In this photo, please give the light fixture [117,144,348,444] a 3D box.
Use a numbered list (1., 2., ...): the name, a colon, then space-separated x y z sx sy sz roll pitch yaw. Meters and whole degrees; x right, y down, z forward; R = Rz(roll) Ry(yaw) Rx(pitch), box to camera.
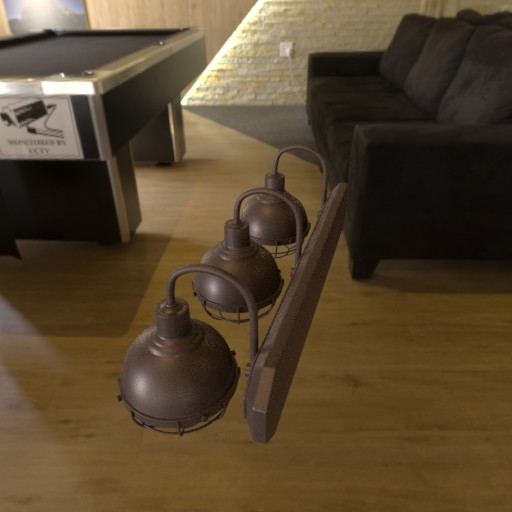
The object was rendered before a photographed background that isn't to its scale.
1. light fixture: 0.000 0.000 0.762 0.229 0.254 0.634 9 32 15
